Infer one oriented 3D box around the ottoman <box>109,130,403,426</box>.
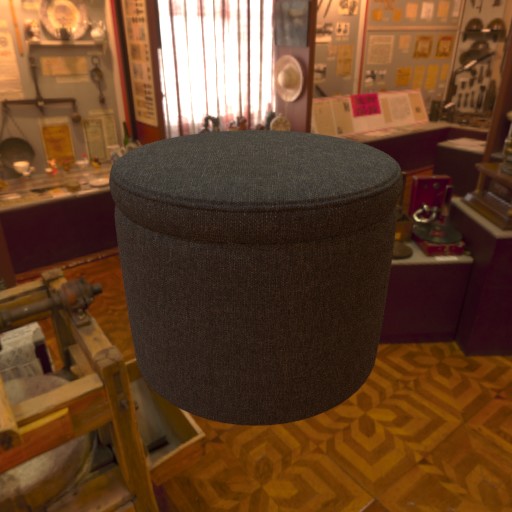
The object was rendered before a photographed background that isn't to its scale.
[{"bbox_3d":[0.000,0.000,0.892,0.520,0.430,0.520,0,26,0],"label":"ottoman"}]
